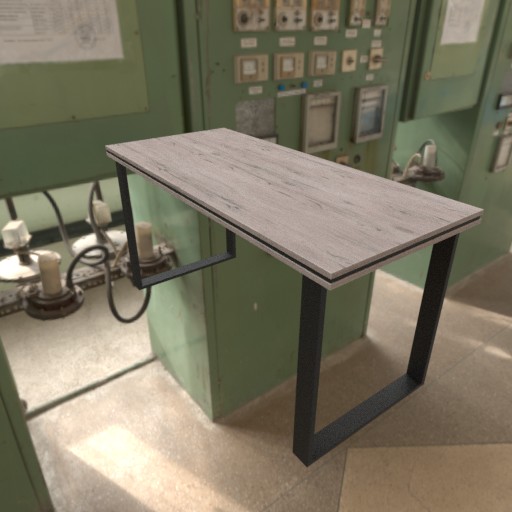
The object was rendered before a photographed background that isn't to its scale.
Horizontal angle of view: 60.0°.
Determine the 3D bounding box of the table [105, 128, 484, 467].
[{"bbox_3d":[0.000,0.000,2.281,0.795,0.899,1.778,-19,33,-32],"label":"table"}]
